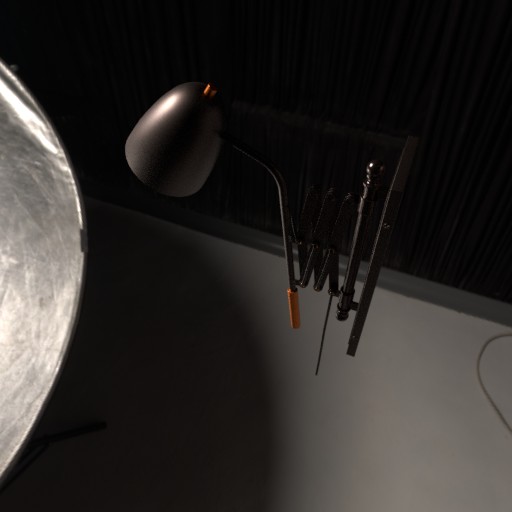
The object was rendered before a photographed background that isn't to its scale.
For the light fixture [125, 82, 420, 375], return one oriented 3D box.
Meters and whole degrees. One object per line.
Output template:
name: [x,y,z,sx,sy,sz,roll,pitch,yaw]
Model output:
light fixture: [0.000,0.000,0.932,0.499,0.715,0.162,17,48,16]
